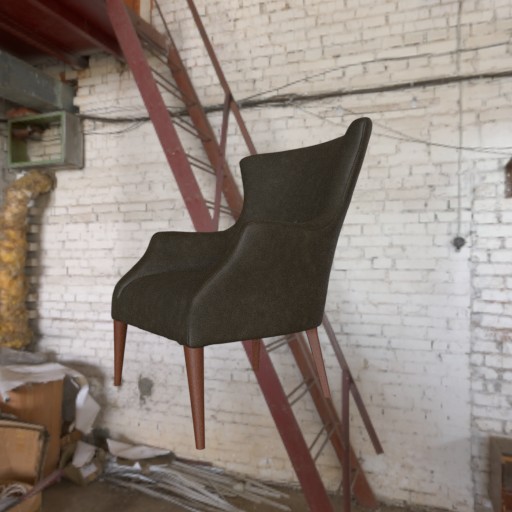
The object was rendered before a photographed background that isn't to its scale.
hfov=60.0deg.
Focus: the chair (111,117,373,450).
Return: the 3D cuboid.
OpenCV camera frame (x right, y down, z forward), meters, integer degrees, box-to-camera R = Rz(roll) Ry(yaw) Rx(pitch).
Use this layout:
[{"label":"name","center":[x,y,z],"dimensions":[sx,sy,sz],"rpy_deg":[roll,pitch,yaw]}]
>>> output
[{"label":"chair","center":[0.000,0.000,1.781],"dimensions":[0.954,1.068,0.819],"rpy_deg":[0,0,-35]}]
